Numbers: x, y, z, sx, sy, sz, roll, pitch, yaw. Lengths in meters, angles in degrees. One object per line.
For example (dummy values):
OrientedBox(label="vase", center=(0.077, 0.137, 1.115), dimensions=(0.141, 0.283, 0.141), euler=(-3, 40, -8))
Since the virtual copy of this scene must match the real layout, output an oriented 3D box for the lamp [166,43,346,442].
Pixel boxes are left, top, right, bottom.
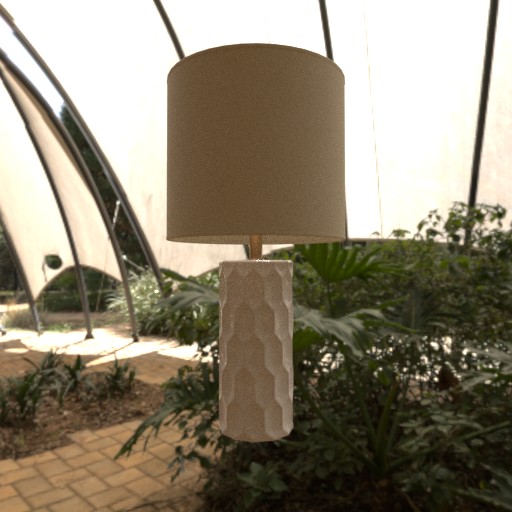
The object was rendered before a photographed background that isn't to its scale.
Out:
OrientedBox(label="lamp", center=(0.000, 0.000, 0.696), dimensions=(0.277, 0.537, 0.277), euler=(0, -1, 17))
